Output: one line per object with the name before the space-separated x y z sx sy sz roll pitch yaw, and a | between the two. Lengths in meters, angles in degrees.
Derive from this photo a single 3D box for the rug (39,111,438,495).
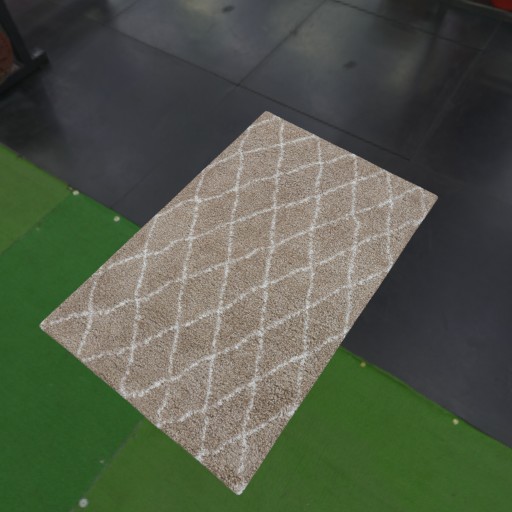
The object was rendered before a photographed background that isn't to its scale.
rug | 0.000 0.000 3.412 1.778 0.030 2.743 32 64 18
